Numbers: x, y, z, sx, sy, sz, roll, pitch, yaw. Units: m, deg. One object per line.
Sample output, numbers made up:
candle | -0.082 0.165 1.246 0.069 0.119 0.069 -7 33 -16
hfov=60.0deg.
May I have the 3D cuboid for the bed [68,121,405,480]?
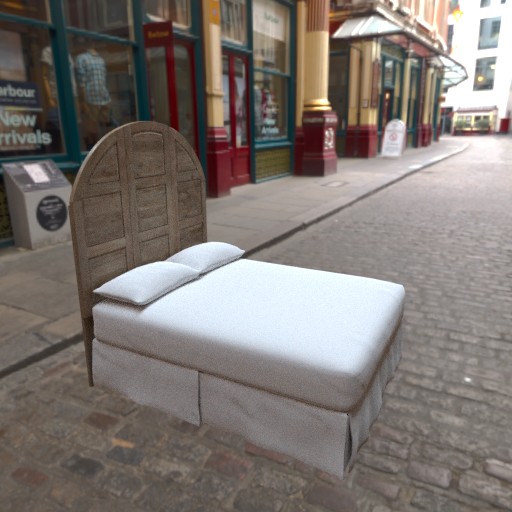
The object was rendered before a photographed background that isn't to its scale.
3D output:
bed | 0.000 0.000 3.418 2.112 2.002 1.713 8 18 27
